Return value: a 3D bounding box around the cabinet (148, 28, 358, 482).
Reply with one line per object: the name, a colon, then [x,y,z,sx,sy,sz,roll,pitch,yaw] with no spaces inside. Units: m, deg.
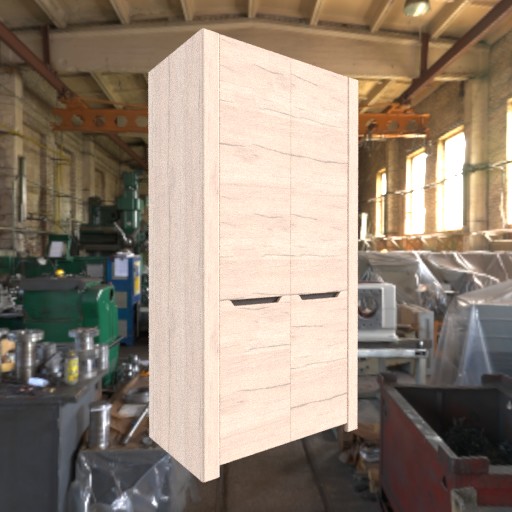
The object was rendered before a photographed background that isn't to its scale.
cabinet: [0.000,0.000,2.396,0.980,1.930,0.580,0,1,-36]
